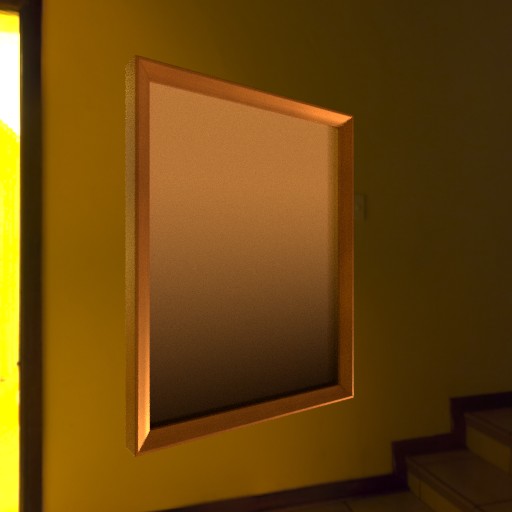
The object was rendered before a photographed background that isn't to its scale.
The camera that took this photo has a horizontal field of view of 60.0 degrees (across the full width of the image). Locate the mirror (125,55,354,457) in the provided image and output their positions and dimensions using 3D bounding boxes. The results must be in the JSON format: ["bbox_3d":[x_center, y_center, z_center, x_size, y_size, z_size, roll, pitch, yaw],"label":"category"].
[{"bbox_3d":[0.000,0.000,0.695,0.406,0.509,0.041,0,0,-36],"label":"mirror"}]
